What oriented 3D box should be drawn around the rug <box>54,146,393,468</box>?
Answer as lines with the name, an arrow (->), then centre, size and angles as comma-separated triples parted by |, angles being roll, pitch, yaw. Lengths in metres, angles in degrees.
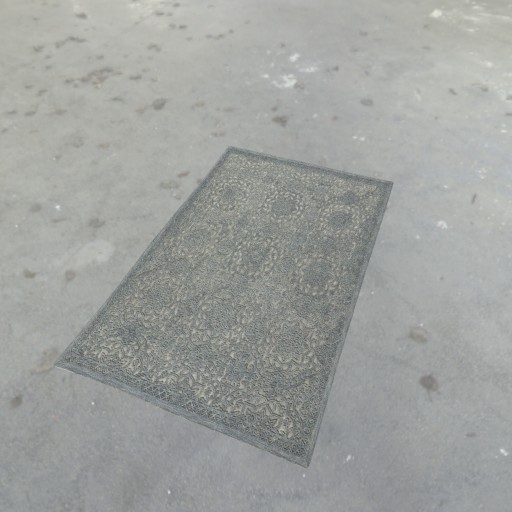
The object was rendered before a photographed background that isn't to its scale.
rug -> 0.000, 0.000, 3.160 | 1.535, 0.022, 2.498 | 16, 48, 15
